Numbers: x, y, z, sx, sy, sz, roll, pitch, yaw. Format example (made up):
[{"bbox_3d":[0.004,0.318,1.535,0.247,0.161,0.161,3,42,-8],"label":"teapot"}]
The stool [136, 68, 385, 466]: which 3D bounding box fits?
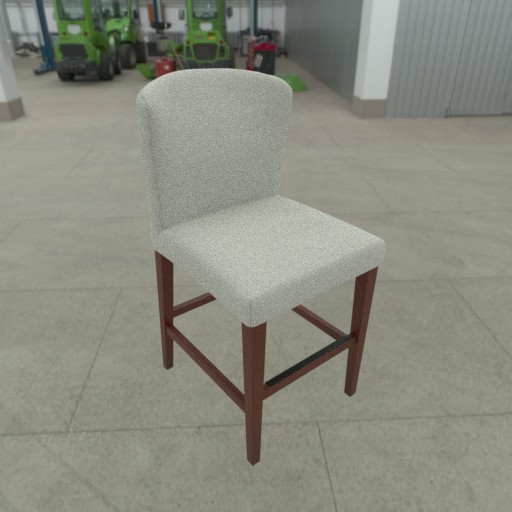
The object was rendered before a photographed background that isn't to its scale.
[{"bbox_3d":[0.000,0.000,1.294,0.481,0.969,0.568,-21,35,-33],"label":"stool"}]
